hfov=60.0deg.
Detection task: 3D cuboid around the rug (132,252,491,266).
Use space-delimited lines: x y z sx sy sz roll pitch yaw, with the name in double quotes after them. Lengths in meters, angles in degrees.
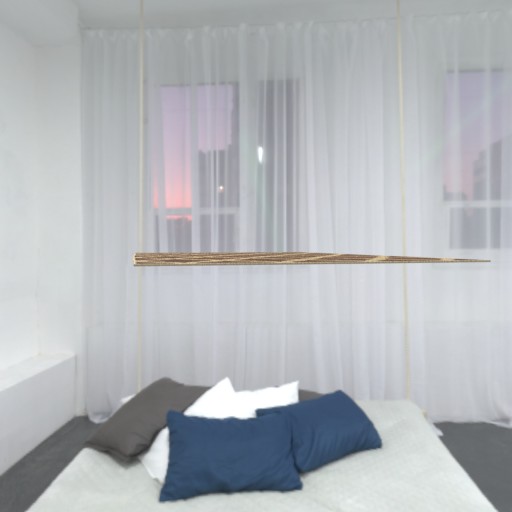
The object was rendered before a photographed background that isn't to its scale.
0.000 0.000 2.831 1.522 0.008 2.284 0 1 -16 "rug"
